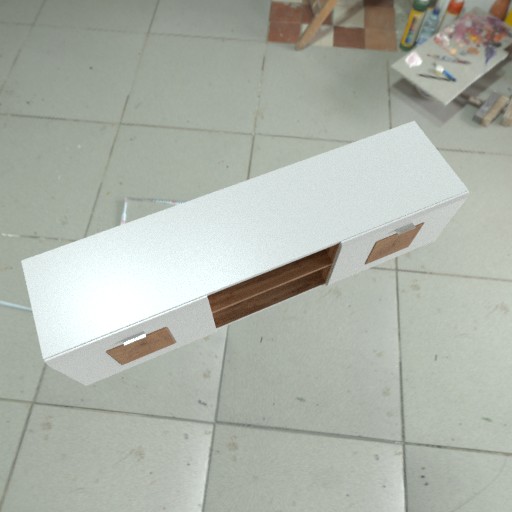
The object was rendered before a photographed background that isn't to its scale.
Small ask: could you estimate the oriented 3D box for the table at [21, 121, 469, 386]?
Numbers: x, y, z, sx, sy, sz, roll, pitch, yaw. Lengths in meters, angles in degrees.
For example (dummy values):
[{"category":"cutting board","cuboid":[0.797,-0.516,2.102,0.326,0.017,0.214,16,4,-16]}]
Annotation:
[{"category":"table","cuboid":[0.000,0.000,1.744,1.550,0.440,0.400,-21,66,-10]}]
